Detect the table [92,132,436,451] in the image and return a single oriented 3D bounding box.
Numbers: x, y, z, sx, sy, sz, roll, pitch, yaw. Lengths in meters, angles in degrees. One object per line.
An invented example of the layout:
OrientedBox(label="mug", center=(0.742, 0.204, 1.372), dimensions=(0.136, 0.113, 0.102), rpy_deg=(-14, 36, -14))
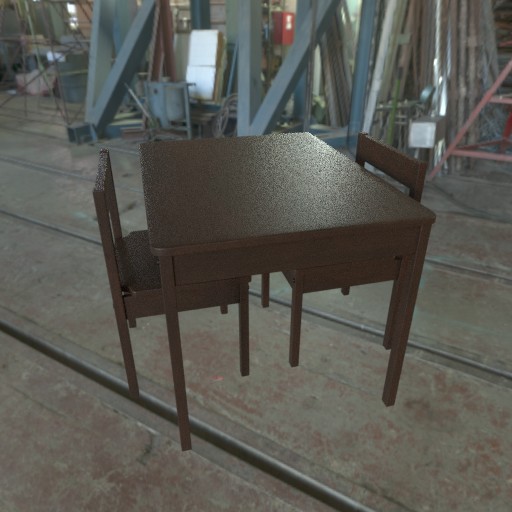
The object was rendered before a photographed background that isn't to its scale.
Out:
OrientedBox(label="table", center=(0.000, 0.000, 1.093), dimensions=(0.672, 0.503, 0.650), rpy_deg=(-7, 29, -13))
